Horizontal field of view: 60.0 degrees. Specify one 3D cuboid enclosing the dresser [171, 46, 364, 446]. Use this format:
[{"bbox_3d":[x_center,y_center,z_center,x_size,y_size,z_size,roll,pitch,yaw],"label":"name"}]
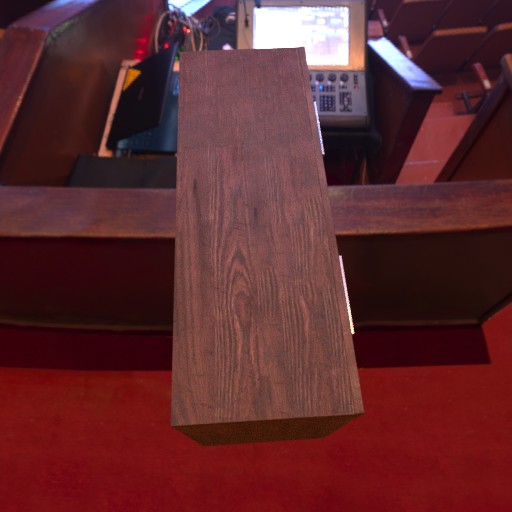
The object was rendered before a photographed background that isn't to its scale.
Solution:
[{"bbox_3d":[0.000,0.000,2.185,0.623,1.061,1.646,-3,63,-2],"label":"dresser"}]
